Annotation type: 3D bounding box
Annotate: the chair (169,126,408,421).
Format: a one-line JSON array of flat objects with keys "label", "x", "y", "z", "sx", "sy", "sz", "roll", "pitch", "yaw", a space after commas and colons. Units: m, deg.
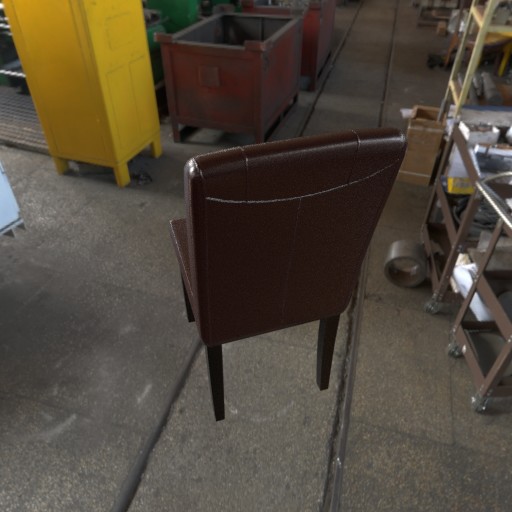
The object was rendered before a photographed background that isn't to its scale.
[{"label": "chair", "x": 0.000, "y": 0.000, "z": 1.199, "sx": 0.399, "sy": 0.897, "sz": 0.556, "roll": -12, "pitch": 41, "yaw": -14}]
